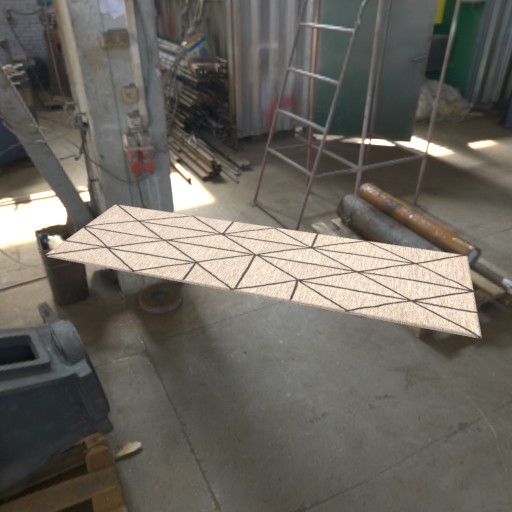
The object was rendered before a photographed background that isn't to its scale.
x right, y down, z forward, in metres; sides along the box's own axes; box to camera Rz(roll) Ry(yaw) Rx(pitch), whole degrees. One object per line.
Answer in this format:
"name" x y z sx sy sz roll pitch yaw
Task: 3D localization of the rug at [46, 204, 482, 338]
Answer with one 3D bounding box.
"rug" 0.000 0.000 2.680 2.438 0.012 0.762 9 33 15
